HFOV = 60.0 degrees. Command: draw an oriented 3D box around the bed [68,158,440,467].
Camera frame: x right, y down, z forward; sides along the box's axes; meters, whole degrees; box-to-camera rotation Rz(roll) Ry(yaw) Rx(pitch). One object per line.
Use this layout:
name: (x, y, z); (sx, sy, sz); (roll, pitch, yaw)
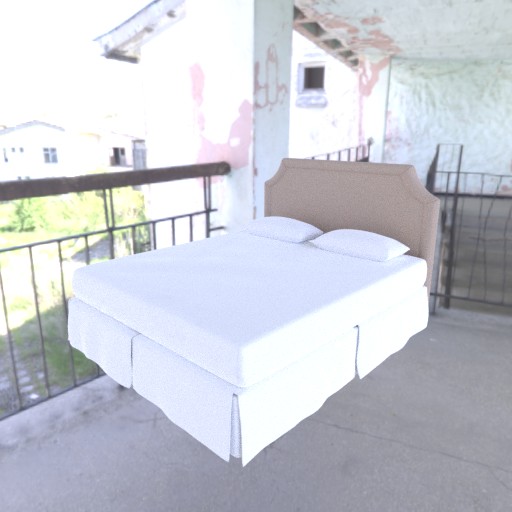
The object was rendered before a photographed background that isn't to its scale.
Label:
bed: (0.000, 0.000, 4.090); (2.350, 1.590, 2.773); (15, 22, 42)
